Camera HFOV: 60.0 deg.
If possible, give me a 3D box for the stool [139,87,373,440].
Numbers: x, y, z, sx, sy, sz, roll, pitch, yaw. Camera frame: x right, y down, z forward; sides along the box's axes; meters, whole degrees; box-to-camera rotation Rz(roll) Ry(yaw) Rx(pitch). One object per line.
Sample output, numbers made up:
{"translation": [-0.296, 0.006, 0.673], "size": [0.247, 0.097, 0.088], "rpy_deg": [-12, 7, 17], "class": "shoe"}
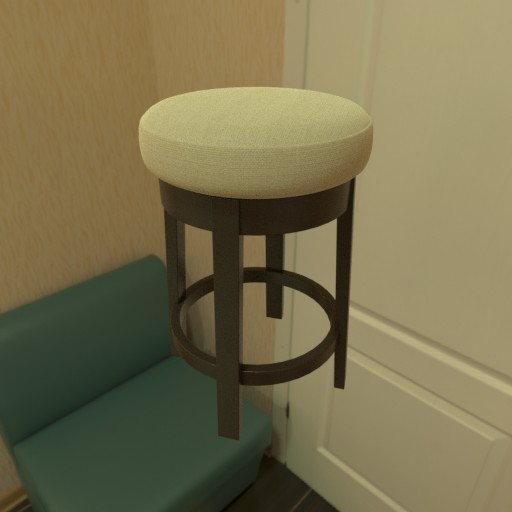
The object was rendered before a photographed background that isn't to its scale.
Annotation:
{"translation": [0.000, 0.000, 0.968], "size": [0.449, 0.655, 0.449], "rpy_deg": [0, 30, 0], "class": "stool"}
